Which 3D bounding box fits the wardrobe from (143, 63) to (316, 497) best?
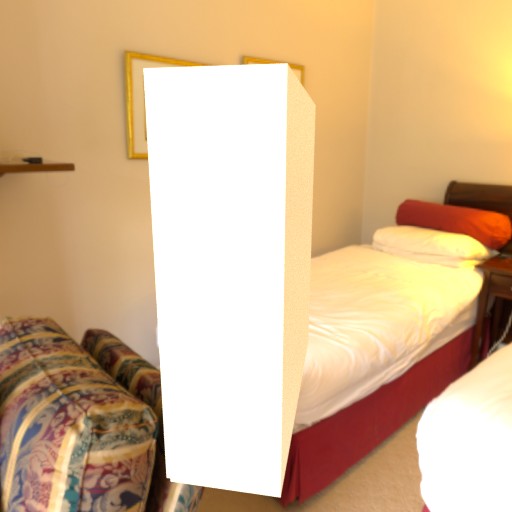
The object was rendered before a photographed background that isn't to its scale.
[{"bbox_3d":[0.000,0.000,2.898,0.600,2.020,1.830,3,14,11],"label":"wardrobe"}]
